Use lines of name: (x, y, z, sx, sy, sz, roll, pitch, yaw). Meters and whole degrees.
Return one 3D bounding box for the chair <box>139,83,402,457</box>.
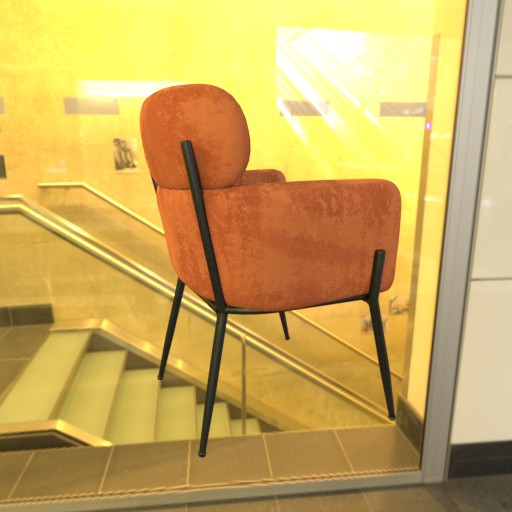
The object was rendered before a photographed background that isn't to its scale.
chair: (0.000, 0.000, 1.128, 0.523, 0.772, 0.561, -7, 15, -25)
